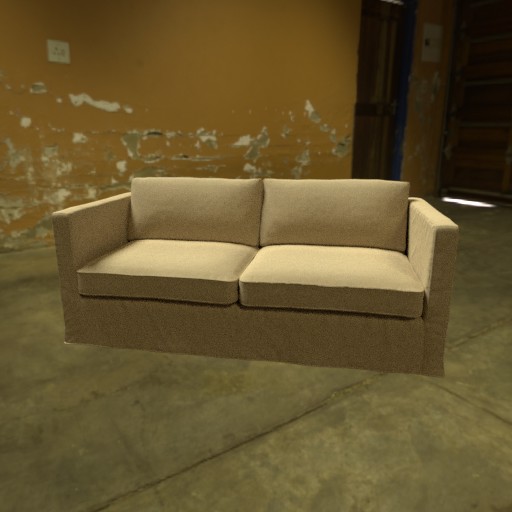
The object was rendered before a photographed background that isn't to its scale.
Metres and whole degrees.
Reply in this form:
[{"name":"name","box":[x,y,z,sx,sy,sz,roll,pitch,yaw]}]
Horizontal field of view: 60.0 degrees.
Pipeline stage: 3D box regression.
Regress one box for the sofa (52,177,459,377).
[{"name":"sofa","box":[0.000,0.000,2.537,1.959,0.835,0.962,3,15,10]}]
